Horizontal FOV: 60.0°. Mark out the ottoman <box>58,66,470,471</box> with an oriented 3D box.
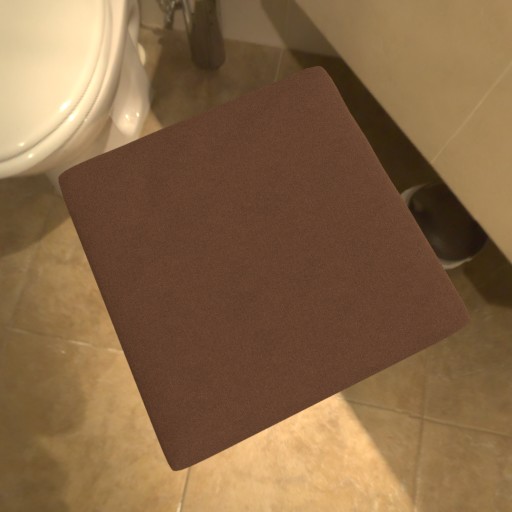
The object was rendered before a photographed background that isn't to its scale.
[{"bbox_3d":[0.000,0.000,1.785,1.181,0.470,1.181,-25,77,-6],"label":"ottoman"}]
